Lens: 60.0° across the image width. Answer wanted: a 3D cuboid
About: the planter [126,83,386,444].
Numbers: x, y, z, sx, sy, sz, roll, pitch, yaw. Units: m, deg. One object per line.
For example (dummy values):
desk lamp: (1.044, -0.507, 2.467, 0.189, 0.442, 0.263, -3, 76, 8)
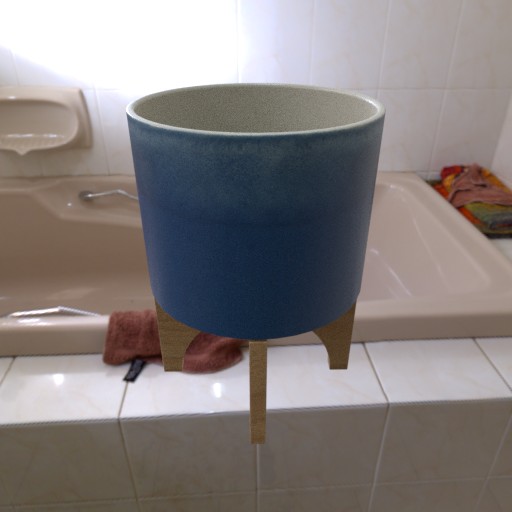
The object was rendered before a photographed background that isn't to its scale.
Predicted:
planter: (0.000, 0.000, 0.550, 0.261, 0.367, 0.261, 0, 30, 0)
